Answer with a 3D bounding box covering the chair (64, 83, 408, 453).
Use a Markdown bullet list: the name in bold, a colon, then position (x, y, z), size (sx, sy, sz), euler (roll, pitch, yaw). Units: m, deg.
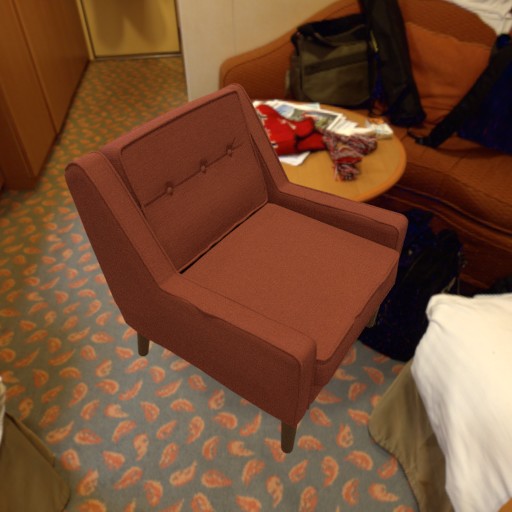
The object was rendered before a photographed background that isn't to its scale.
- **chair**: position (0.000, 0.000, 1.397), size (0.770, 0.812, 0.680), euler (25, 47, 26)
